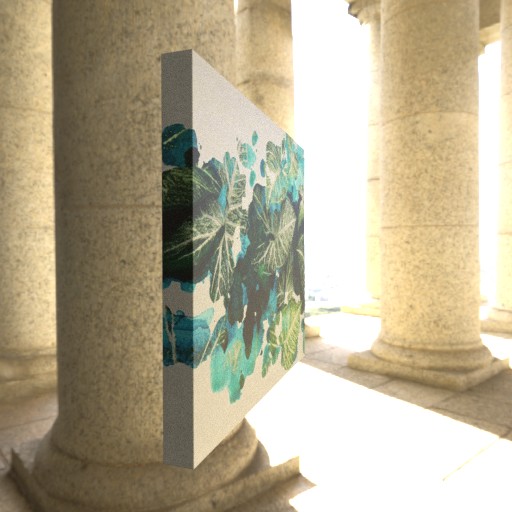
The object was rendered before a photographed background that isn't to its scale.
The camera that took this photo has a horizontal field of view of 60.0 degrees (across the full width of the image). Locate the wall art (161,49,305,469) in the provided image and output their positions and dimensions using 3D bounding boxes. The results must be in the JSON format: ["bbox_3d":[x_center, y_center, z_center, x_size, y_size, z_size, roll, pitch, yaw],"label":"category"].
[{"bbox_3d":[0.000,0.000,0.703,0.041,0.435,0.507,0,1,19],"label":"wall art"}]
